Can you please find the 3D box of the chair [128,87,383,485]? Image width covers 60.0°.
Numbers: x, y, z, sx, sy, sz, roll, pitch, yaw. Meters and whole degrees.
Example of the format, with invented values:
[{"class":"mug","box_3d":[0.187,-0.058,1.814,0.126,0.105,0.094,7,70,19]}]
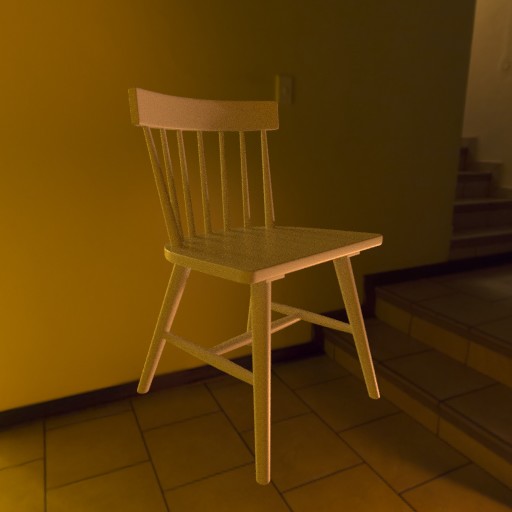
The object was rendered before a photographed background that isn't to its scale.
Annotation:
[{"class":"chair","box_3d":[0.000,0.000,1.118,0.500,0.787,0.483,14,20,43]}]
